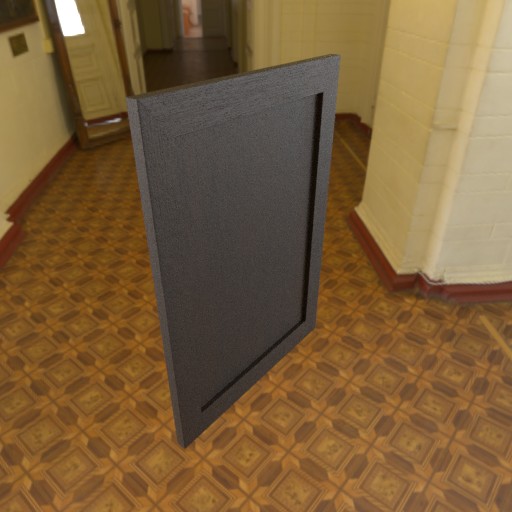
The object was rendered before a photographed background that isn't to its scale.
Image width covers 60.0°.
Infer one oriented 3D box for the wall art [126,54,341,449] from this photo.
[{"bbox_3d":[0.000,0.000,0.658,0.017,0.513,0.359,24,39,33],"label":"wall art"}]
